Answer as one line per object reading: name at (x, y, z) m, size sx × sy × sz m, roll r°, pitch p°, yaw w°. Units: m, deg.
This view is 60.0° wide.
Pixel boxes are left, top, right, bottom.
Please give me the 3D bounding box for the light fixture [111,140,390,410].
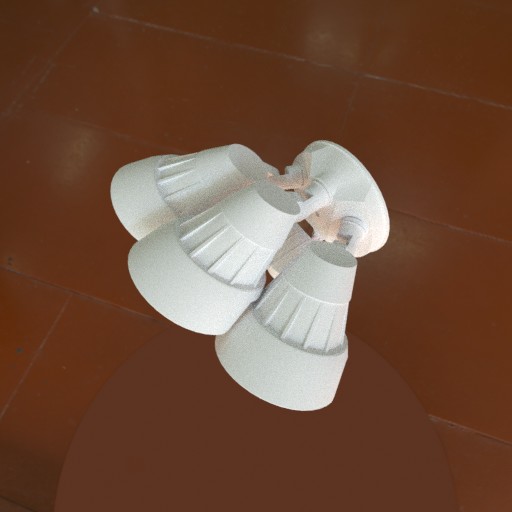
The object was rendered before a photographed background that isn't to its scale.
light fixture at (0.000, 0.000, 0.536) m, size 0.278 × 0.237 × 0.369 m, roll -33°, pitch 67°, yaw -16°
